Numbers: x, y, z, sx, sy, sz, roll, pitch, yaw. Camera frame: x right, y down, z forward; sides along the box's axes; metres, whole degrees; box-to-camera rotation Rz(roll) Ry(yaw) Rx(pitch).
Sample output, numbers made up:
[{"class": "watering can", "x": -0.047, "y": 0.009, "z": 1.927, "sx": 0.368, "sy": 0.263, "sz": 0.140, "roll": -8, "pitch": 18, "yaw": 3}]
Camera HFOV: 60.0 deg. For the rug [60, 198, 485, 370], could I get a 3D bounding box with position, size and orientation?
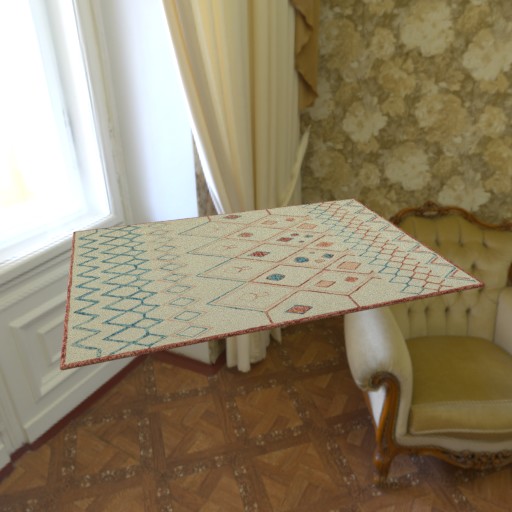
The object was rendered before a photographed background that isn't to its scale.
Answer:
[{"class": "rug", "x": 0.000, "y": 0.000, "z": 2.304, "sx": 1.829, "sy": 0.016, "sz": 1.219, "roll": -8, "pitch": 28, "yaw": -16}]
